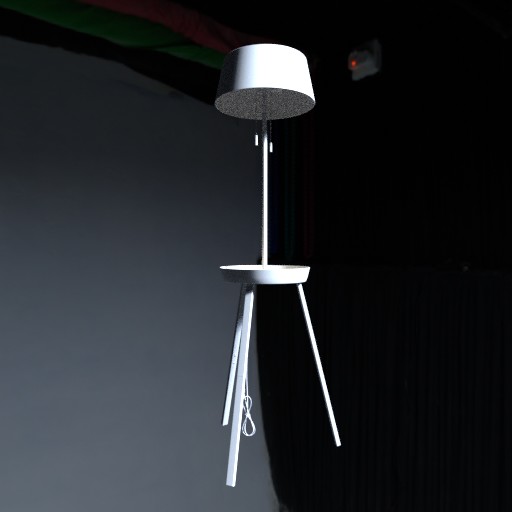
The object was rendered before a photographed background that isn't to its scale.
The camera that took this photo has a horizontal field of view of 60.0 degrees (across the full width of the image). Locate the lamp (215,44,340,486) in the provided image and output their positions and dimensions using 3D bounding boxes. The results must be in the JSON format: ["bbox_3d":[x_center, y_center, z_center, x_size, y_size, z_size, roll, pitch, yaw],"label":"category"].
[{"bbox_3d":[0.000,0.000,1.671,0.508,1.429,0.468,-1,1,-37],"label":"lamp"}]
